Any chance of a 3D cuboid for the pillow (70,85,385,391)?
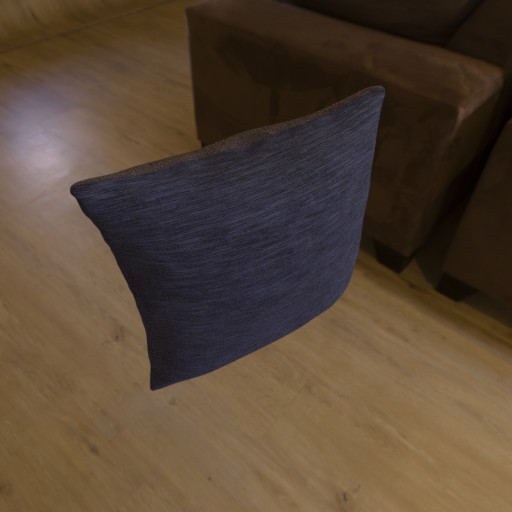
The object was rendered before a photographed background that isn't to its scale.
[{"bbox_3d":[0.000,0.000,0.693,0.452,0.439,0.204,-25,50,-23],"label":"pillow"}]
